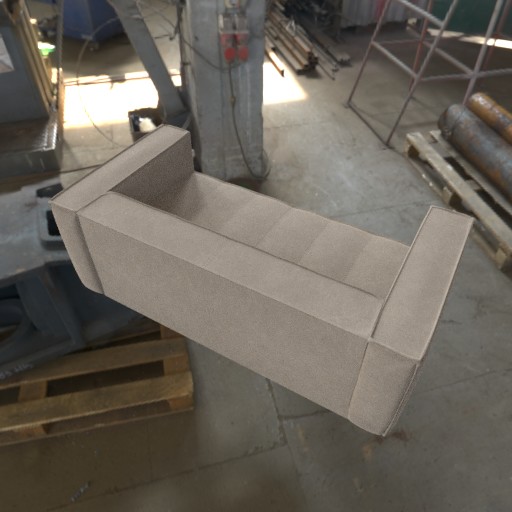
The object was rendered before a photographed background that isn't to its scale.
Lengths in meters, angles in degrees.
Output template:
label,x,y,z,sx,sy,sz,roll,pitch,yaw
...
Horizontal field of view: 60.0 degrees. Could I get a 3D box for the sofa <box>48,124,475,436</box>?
label,x,y,z,sx,sy,sz,roll,pitch,yaw
sofa,0.000,0.000,2.484,1.995,0.680,1.038,22,48,21
